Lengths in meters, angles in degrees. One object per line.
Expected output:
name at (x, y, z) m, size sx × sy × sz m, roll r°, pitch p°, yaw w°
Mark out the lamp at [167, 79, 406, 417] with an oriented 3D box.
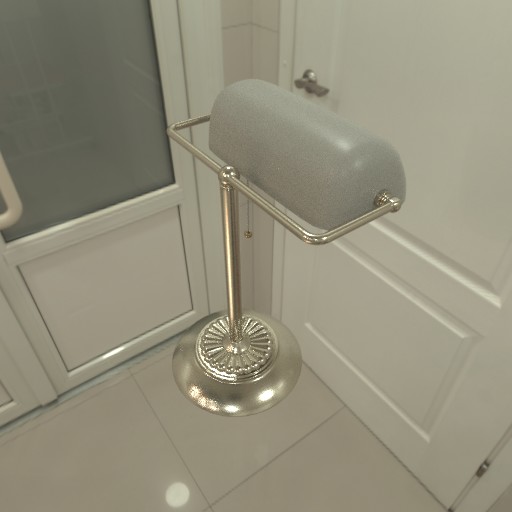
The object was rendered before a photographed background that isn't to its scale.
lamp at (0.000, 0.000, 0.517) m, size 0.243 × 0.339 × 0.264 m, roll -25°, pitch 47°, yaw -26°
